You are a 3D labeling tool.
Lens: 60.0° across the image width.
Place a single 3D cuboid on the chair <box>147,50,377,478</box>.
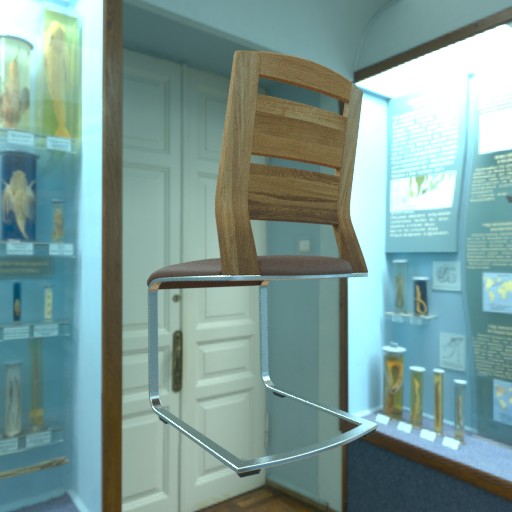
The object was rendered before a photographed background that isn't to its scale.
[{"bbox_3d":[0.000,0.000,1.301,0.460,0.970,0.570,0,-1,-35],"label":"chair"}]
